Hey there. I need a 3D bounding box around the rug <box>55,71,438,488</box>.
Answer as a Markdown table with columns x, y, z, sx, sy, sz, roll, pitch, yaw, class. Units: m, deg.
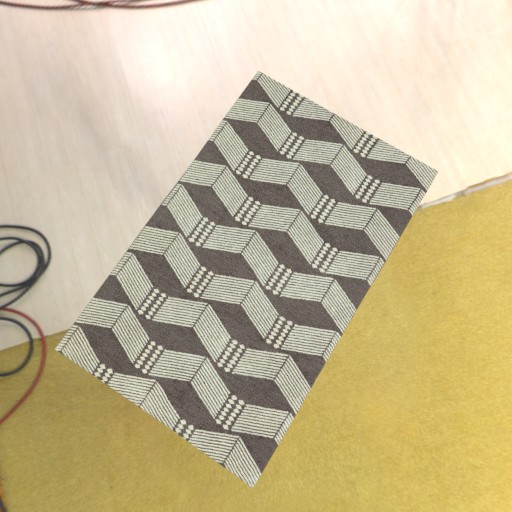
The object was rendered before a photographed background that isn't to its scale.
| x | y | z | sx | sy | sz | roll | pitch | yaw | class |
| --- | --- | --- | --- | --- | --- | --- | --- | --- | --- |
| 0.000 | 0.000 | 2.996 | 1.517 | 0.011 | 2.435 | 32 | 78 | 7 | rug |
